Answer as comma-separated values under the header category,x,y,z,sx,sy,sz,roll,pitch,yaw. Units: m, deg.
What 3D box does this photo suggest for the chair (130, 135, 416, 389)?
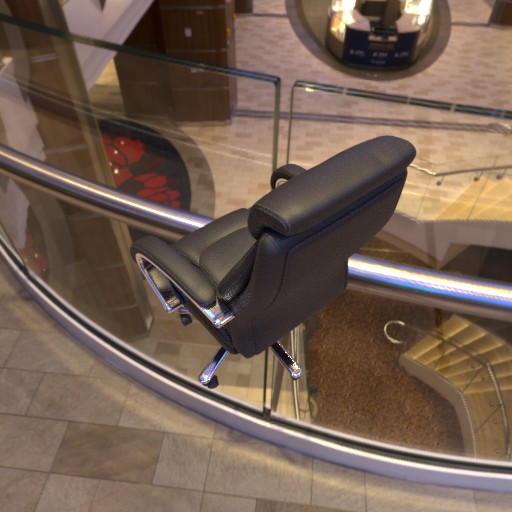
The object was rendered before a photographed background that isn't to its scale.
category,x,y,z,sx,sy,sz,roll,pitch,yaw
chair,0.000,0.000,1.685,0.755,1.183,0.790,-31,55,-25
